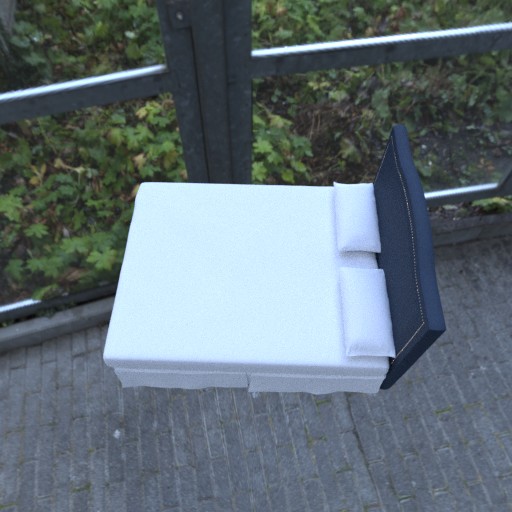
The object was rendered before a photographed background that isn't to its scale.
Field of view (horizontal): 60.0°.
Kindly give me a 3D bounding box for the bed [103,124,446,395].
[{"bbox_3d":[0.000,0.000,3.571,2.282,1.436,1.821,2,59,1],"label":"bed"}]
